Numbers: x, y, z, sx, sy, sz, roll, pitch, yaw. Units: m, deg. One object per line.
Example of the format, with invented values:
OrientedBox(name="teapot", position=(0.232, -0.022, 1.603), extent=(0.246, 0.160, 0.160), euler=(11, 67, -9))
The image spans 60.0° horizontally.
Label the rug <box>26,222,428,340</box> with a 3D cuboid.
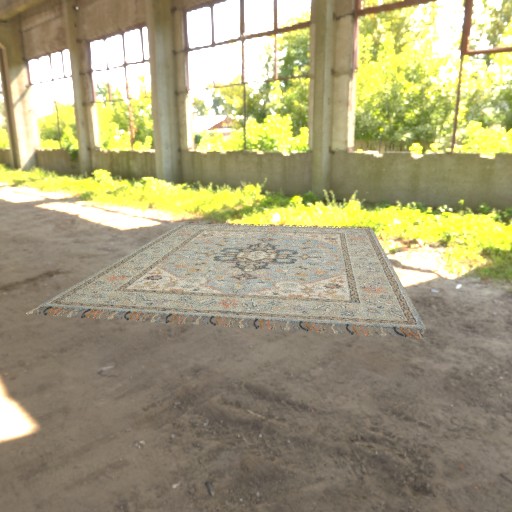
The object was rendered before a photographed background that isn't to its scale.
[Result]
OrientedBox(name="rug", position=(0.000, 0.000, 2.187), extent=(1.278, 0.009, 1.730), euler=(2, 15, 8))
